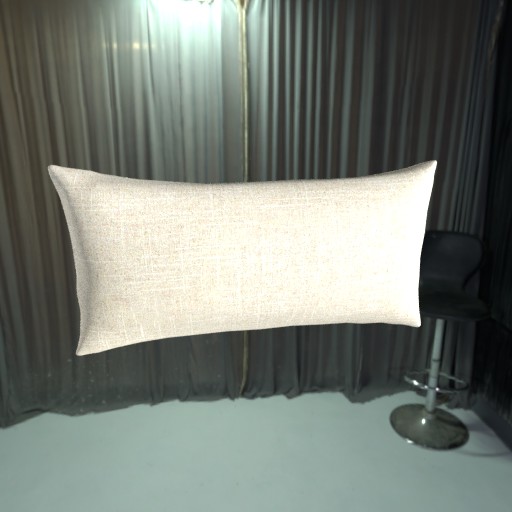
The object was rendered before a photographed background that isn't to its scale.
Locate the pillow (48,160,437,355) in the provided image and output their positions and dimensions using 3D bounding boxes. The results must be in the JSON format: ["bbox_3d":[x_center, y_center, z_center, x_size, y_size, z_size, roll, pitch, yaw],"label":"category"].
[{"bbox_3d":[0.000,0.000,1.029,0.859,0.429,0.197,-2,15,-9],"label":"pillow"}]
